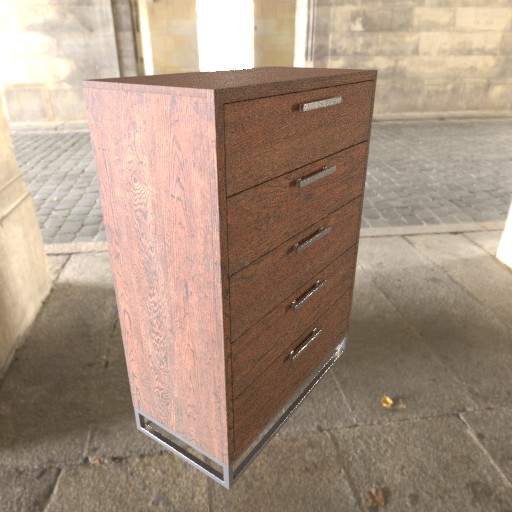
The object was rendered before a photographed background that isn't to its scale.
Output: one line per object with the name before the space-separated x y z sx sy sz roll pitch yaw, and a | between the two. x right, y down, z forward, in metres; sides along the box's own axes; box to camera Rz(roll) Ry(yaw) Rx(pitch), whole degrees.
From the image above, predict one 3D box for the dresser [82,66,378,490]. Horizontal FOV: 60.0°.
dresser | 0.000 0.000 1.738 0.508 1.321 0.965 17 30 31
